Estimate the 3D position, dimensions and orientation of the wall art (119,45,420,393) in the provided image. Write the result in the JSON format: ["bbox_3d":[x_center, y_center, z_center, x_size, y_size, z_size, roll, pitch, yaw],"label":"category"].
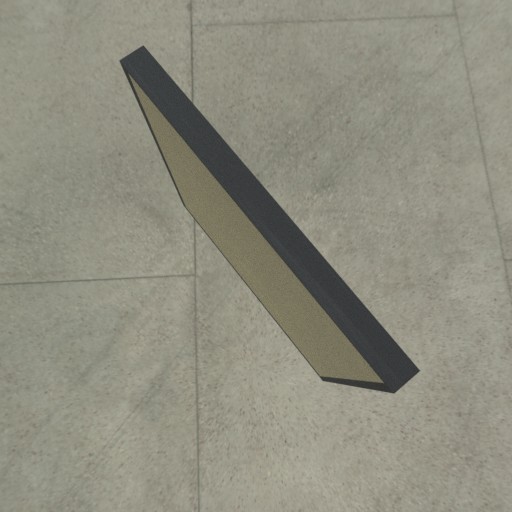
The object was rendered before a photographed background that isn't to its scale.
[{"bbox_3d":[0.000,0.000,0.756,0.037,0.507,0.509,-37,79,-9],"label":"wall art"}]
